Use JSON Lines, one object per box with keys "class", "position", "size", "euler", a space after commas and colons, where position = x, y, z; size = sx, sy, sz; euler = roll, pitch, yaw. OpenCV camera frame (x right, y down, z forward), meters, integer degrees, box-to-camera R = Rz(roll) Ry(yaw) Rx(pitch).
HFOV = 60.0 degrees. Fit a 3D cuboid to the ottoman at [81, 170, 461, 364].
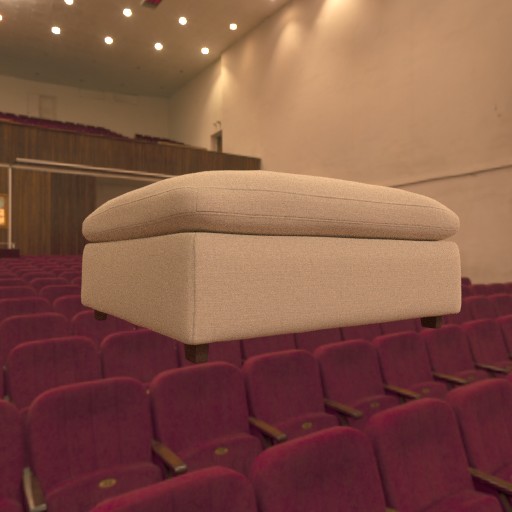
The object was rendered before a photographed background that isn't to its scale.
{"class": "ottoman", "position": [0.000, 0.000, 1.535], "size": [0.977, 0.467, 0.996], "euler": [0, 0, -34]}
